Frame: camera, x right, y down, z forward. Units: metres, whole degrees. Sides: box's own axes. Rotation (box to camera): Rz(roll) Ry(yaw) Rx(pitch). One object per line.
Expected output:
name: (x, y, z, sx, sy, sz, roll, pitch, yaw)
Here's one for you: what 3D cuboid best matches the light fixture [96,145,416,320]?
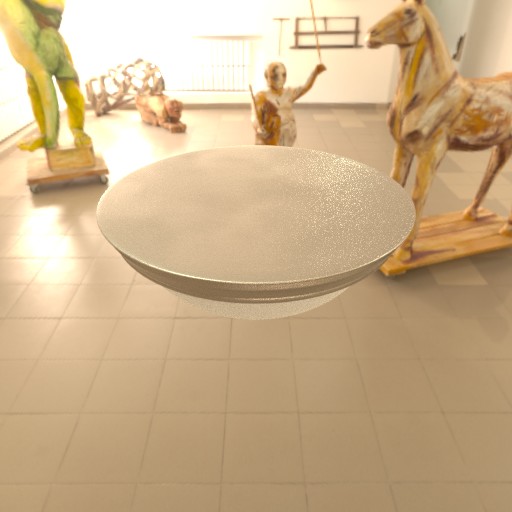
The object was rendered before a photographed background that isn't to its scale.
light fixture: (0.000, 0.000, 0.441, 0.280, 0.135, 0.280, 0, 32, 0)
